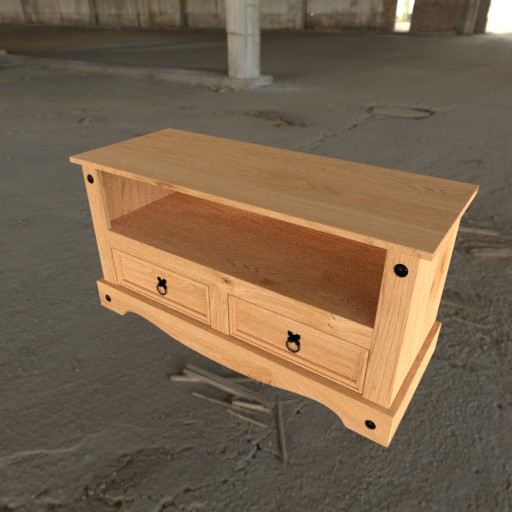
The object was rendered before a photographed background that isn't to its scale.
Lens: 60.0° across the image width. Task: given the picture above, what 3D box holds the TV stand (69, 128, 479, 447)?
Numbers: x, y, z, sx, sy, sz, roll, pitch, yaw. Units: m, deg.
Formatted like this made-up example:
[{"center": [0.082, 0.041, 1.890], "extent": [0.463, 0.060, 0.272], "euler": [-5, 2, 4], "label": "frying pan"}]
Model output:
[{"center": [0.000, 0.000, 1.370], "extent": [1.080, 0.550, 0.440], "euler": [18, 34, 29], "label": "TV stand"}]
